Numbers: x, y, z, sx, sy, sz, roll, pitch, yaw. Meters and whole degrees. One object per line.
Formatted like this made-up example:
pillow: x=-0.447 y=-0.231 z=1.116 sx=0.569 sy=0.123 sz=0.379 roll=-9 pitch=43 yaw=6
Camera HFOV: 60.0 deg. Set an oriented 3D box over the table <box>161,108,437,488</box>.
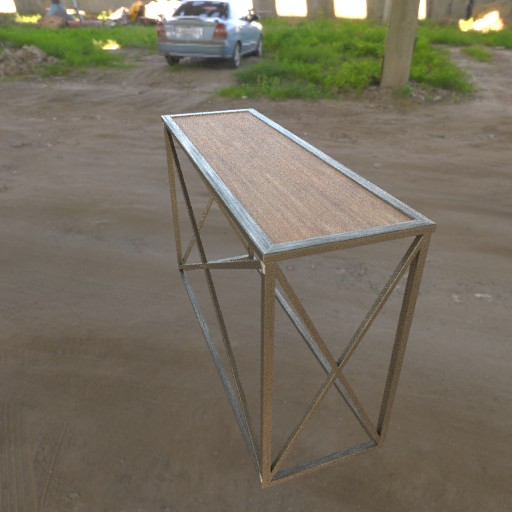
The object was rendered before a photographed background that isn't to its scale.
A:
table: x=0.000 y=0.000 z=1.587 sx=0.402 sy=0.753 sz=1.216 roll=-10 pitch=32 yaw=-17
